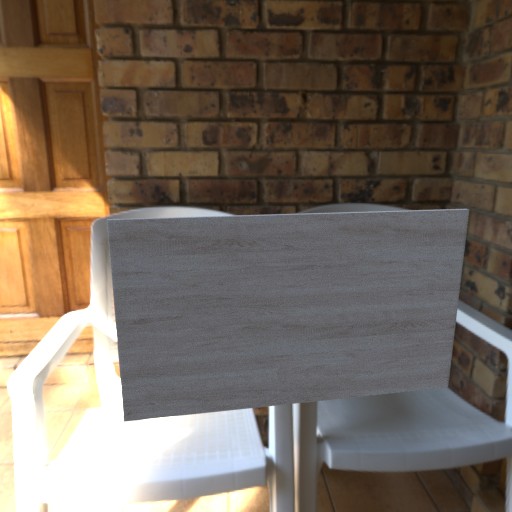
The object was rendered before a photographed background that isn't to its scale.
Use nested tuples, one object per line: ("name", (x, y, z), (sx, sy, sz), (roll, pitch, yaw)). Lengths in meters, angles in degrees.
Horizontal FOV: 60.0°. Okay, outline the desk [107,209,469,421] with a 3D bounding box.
("desk", (0.000, 0.000, 2.667), (1.400, 0.800, 1.900), (-3, 15, -10))
